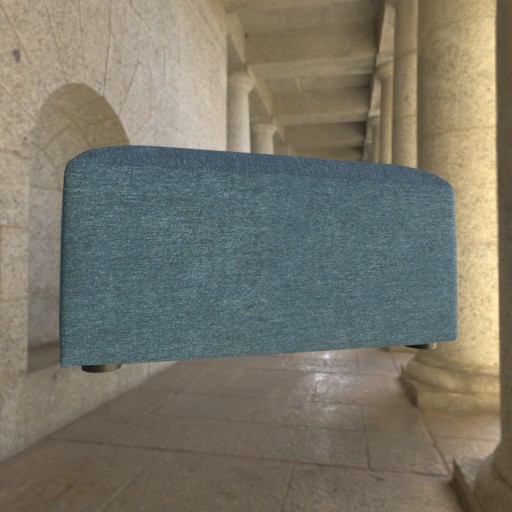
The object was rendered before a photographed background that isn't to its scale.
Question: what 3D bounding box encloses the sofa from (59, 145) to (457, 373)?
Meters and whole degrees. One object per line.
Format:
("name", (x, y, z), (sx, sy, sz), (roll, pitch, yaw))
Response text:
("sofa", (0.000, 0.000, 1.195), (0.930, 0.470, 0.480), (0, -1, -18))
